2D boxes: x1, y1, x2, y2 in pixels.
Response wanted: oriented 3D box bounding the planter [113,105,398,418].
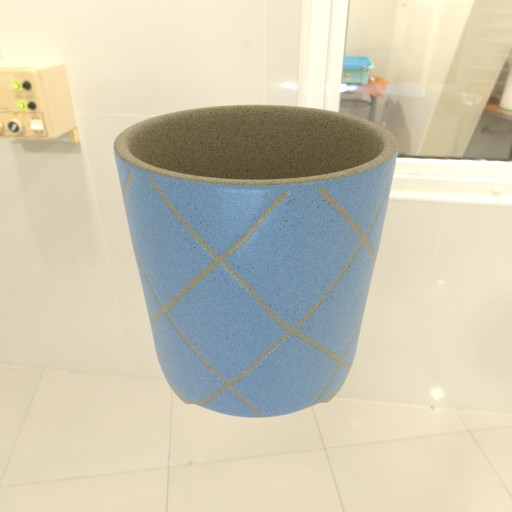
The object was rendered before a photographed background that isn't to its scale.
[{"bbox_3d":[0.000,0.000,0.425,0.227,0.235,0.227,0,30,0],"label":"planter"}]
